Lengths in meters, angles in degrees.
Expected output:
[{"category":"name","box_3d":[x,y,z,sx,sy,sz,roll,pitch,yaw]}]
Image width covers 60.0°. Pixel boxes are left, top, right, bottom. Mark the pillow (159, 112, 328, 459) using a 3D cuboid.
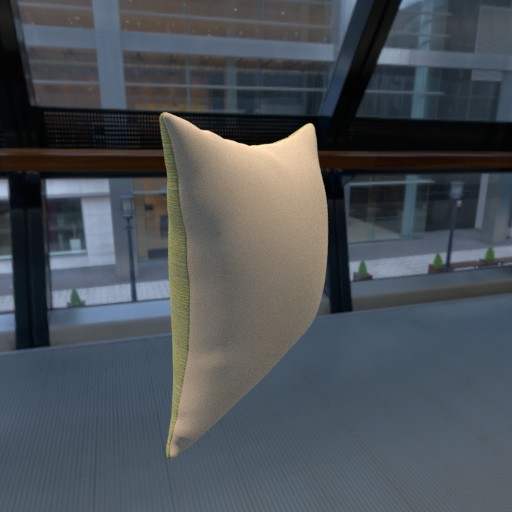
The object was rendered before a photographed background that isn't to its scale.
[{"category":"pillow","box_3d":[0.000,0.000,0.821,0.229,0.487,0.560,8,17,26]}]
